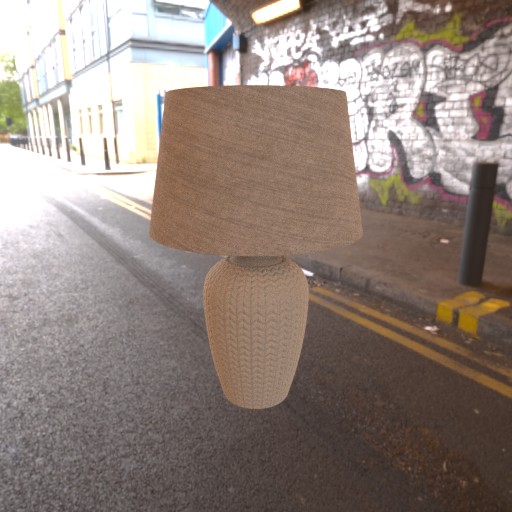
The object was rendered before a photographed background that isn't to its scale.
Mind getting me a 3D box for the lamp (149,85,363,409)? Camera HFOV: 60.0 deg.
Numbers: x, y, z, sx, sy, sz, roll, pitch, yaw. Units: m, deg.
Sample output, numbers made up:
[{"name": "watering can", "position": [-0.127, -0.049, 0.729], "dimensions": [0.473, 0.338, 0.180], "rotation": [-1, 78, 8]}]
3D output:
[{"name": "lamp", "position": [0.000, 0.000, 0.843], "dimensions": [0.390, 0.580, 0.390], "rotation": [0, 16, 0]}]
